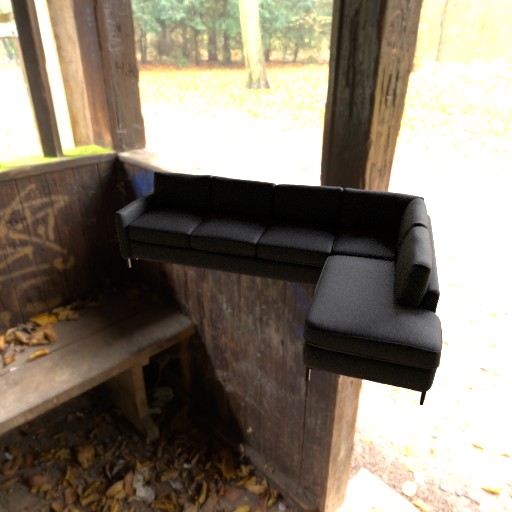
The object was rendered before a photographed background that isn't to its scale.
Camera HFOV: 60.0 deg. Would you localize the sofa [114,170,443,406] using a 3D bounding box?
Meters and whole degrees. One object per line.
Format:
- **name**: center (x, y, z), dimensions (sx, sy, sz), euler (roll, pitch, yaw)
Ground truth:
- **sofa**: center (0.000, 0.000, 3.881), dimensions (2.972, 0.858, 1.984), euler (8, 28, 15)
